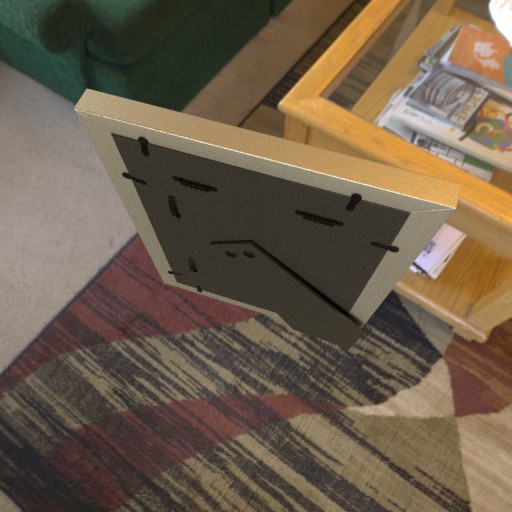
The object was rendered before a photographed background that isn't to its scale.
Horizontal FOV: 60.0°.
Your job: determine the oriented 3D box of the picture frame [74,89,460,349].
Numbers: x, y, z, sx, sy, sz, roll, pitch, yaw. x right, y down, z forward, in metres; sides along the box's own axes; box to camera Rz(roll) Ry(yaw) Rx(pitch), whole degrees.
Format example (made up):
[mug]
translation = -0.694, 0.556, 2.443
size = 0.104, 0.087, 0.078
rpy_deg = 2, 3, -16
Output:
[picture frame]
translation = 0.000, 0.000, 0.516
size = 0.307, 0.386, 0.036
rpy_deg = 16, 66, 7
